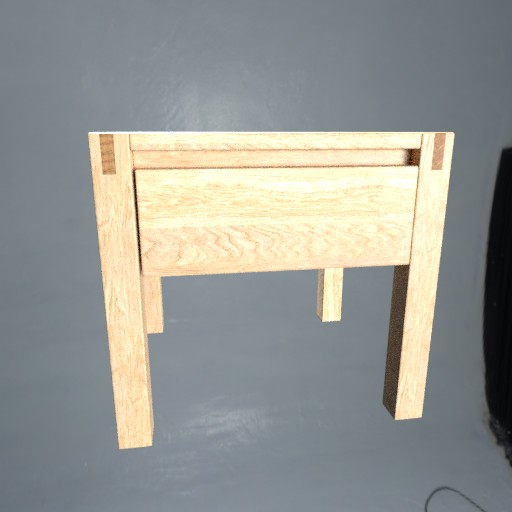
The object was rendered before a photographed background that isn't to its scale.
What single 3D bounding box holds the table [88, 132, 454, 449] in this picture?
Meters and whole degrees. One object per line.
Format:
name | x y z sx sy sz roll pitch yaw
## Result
table | 0.000 0.000 0.837 0.480 0.450 0.440 -2 16 -9
